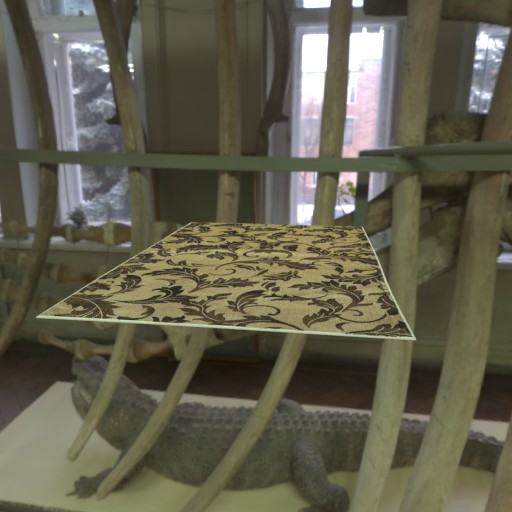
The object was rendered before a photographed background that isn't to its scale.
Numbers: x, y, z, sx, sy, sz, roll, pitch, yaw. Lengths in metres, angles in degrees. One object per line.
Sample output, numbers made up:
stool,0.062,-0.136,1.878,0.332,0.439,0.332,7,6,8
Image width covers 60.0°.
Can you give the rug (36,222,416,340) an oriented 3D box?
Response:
rug,0.000,0.000,2.818,1.522,0.008,2.284,2,14,8
